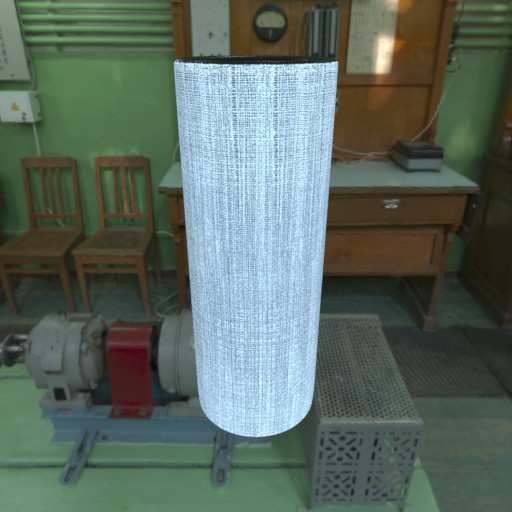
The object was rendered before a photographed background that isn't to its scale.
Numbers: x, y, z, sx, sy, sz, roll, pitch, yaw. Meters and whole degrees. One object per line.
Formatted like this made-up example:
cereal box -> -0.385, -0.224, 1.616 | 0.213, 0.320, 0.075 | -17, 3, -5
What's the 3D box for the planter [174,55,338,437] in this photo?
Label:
planter -> 0.000, 0.000, 0.331 | 0.100, 0.270, 0.100 | -1, 26, -1
